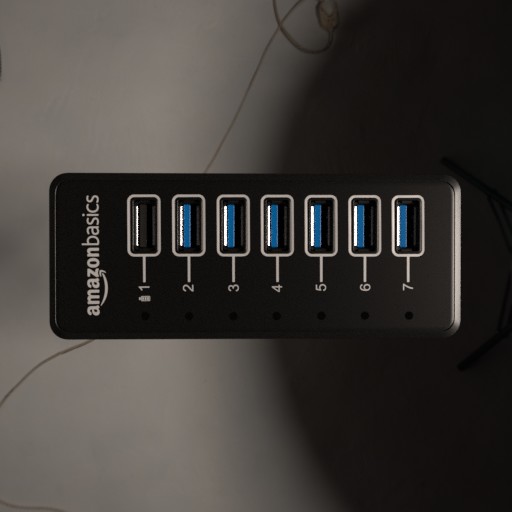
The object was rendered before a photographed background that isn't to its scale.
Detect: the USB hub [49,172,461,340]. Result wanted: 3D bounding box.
[{"bbox_3d":[0.000,0.000,0.129,0.110,0.023,0.044,0,90,-1],"label":"USB hub"}]
